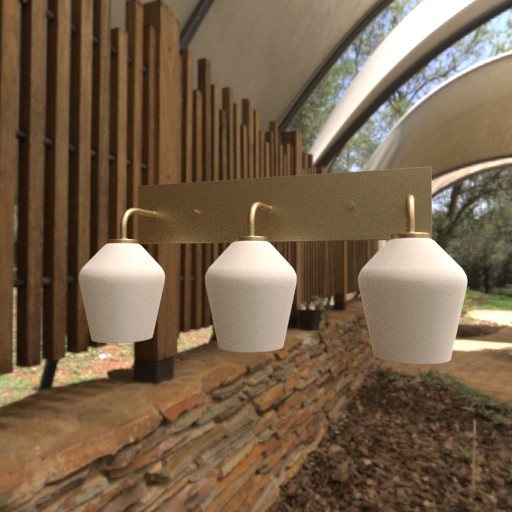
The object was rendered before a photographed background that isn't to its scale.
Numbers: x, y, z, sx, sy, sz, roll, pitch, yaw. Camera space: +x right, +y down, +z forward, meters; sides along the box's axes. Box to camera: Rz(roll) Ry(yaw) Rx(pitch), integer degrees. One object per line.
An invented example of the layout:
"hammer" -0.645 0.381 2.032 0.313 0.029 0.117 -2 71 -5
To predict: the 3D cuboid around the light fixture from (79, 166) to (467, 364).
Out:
"light fixture" 0.000 0.000 0.711 0.609 0.280 0.190 0 -1 19
